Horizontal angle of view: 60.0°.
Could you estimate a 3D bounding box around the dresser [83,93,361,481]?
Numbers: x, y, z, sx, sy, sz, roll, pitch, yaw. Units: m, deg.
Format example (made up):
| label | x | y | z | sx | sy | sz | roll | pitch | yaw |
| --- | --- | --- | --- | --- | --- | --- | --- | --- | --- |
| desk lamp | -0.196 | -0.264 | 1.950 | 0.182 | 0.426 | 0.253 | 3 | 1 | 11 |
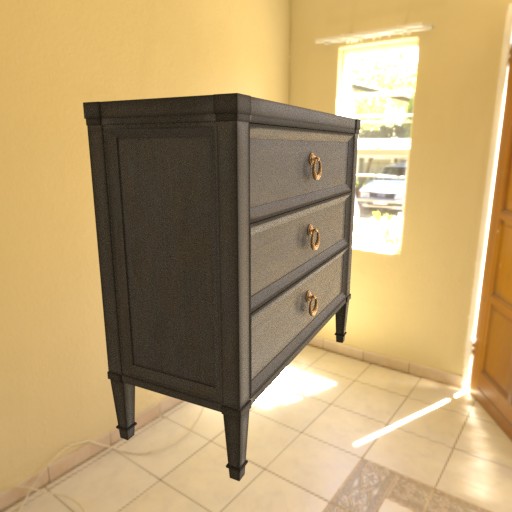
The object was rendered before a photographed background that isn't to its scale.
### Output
| label | x | y | z | sx | sy | sz | roll | pitch | yaw |
| --- | --- | --- | --- | --- | --- | --- | --- | --- | --- |
| dresser | 0.000 | 0.000 | 1.604 | 0.463 | 0.986 | 1.049 | 7 | 15 | 26 |
